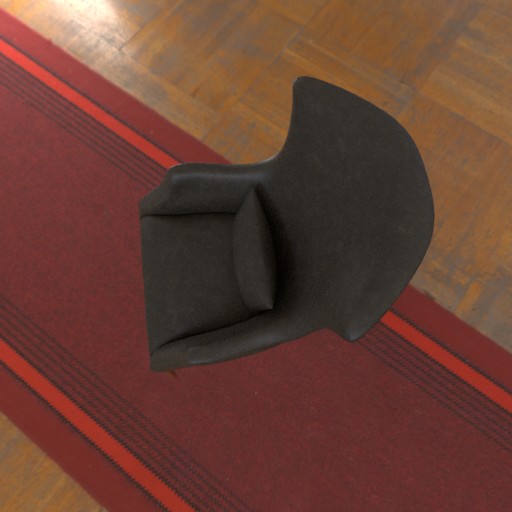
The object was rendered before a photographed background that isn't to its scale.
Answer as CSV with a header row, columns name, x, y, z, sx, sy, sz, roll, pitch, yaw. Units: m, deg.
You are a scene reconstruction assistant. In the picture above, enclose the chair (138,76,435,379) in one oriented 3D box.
name,x,y,z,sx,sy,sz,roll,pitch,yaw
chair,0.000,0.000,1.700,0.954,1.068,0.819,-8,73,-2
